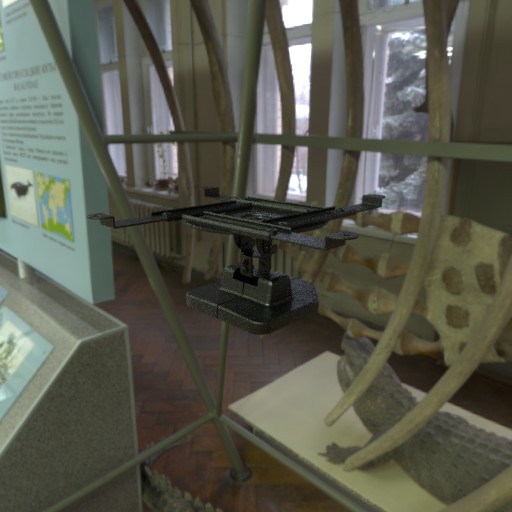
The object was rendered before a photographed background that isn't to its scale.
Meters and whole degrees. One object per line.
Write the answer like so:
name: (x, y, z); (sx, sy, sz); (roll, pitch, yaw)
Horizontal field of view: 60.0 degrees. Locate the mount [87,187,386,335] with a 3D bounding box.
mount: (0.000, 0.000, 0.602); (0.394, 0.141, 0.394); (15, 22, 43)
